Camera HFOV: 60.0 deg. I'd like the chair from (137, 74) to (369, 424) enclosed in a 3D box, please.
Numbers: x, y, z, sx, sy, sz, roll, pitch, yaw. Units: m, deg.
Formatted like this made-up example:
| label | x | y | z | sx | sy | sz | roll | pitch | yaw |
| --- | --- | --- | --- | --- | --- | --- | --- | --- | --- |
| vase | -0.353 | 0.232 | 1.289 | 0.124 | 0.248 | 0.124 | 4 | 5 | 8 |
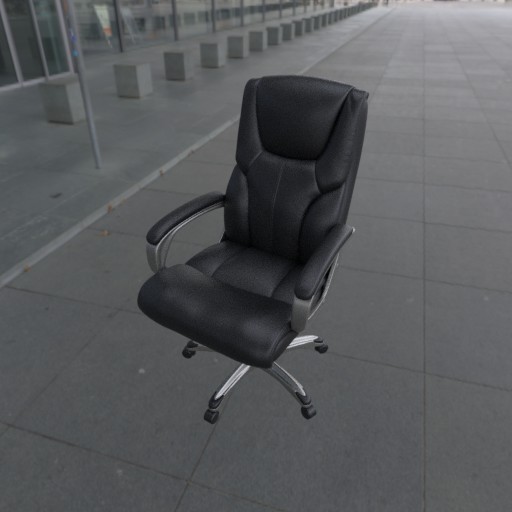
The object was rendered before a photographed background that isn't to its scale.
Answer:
| label | x | y | z | sx | sy | sz | roll | pitch | yaw |
| --- | --- | --- | --- | --- | --- | --- | --- | --- | --- |
| chair | 0.000 | 0.000 | 1.625 | 0.663 | 1.155 | 0.739 | 18 | 36 | 28 |
